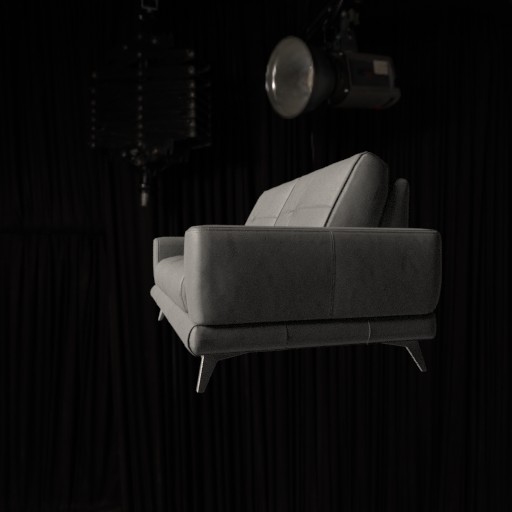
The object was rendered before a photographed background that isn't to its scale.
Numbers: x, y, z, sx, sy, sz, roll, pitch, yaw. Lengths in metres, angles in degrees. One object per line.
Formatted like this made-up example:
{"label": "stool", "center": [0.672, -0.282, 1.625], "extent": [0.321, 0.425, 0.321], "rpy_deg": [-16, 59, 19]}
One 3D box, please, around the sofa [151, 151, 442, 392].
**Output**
{"label": "sofa", "center": [0.000, 0.000, 2.422], "extent": [1.018, 0.907, 1.806], "rpy_deg": [0, 1, -17]}
